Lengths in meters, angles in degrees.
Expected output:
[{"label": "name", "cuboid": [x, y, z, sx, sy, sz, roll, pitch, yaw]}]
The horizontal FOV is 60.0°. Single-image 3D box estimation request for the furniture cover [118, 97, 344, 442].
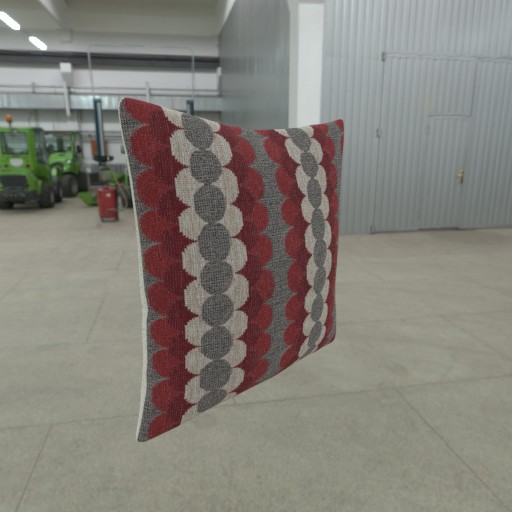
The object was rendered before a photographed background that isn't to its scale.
[{"label": "furniture cover", "cuboid": [0.000, 0.000, 0.665, 0.145, 0.420, 0.435, 13, 19, 42]}]
